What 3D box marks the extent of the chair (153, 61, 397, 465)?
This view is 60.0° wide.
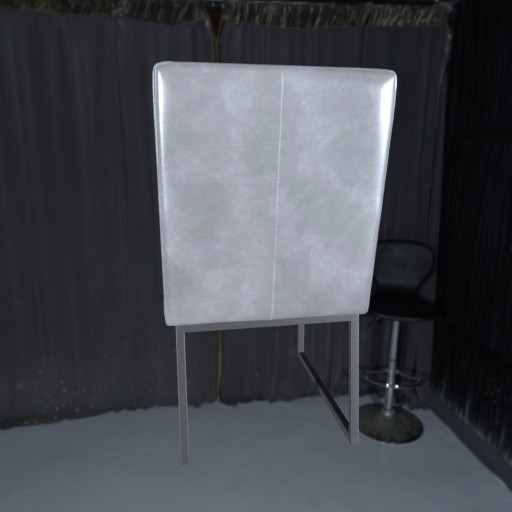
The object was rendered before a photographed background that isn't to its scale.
[{"bbox_3d":[0.000,0.000,1.278,0.520,0.930,0.634,-2,13,-9],"label":"chair"}]
